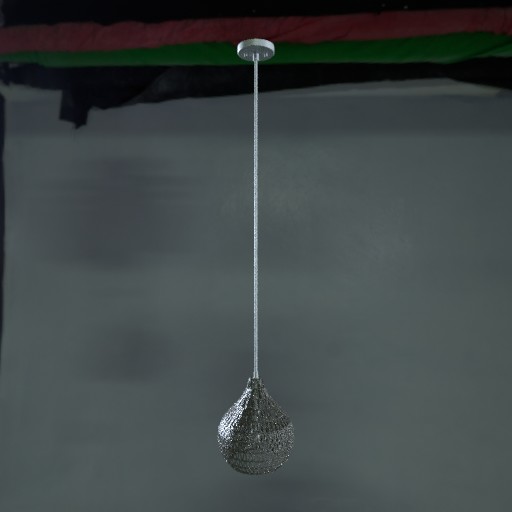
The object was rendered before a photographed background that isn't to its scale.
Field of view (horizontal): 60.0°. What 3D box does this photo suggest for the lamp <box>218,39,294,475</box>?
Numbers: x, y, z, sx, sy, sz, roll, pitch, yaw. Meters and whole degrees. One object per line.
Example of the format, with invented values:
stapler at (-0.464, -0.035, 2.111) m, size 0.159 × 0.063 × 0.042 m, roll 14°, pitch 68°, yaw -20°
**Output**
lamp at (0.000, 0.000, 2.052) m, size 0.355 × 1.919 × 0.355 m, roll 0°, pitch 1°, yaw 0°
